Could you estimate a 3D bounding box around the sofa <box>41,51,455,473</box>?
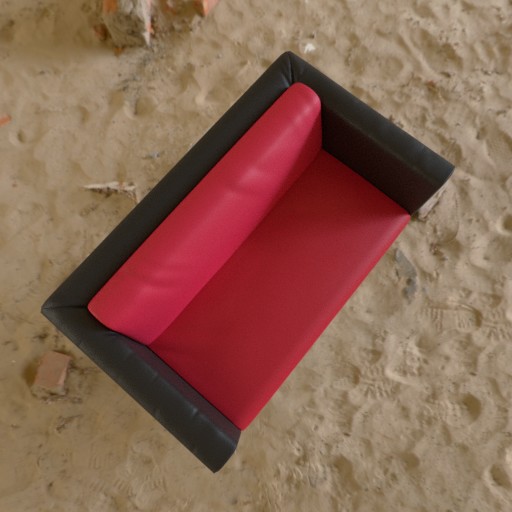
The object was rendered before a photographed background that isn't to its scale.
[{"bbox_3d":[0.000,0.000,1.911,0.845,0.735,1.410,39,79,9],"label":"sofa"}]
